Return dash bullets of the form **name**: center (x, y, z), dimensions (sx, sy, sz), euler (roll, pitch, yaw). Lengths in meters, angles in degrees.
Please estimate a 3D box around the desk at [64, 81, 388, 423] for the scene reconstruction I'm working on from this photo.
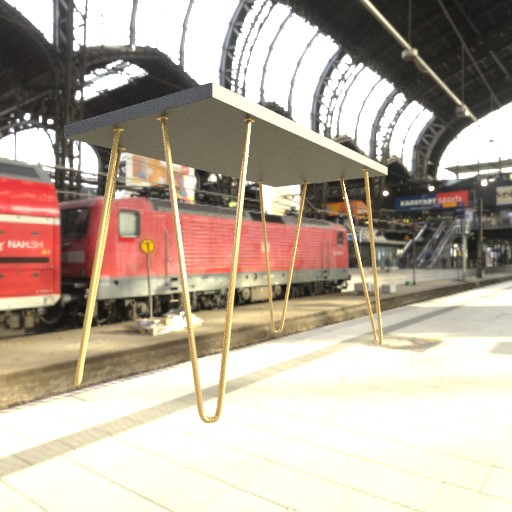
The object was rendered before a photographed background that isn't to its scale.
- **desk**: center (0.000, 0.000, 1.389), dimensions (0.499, 0.660, 0.991), euler (0, 0, 35)
